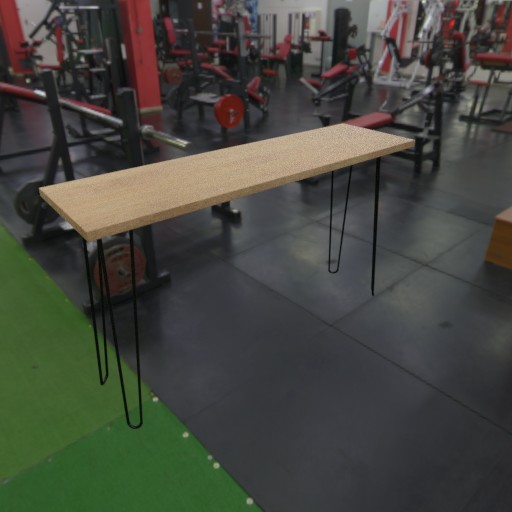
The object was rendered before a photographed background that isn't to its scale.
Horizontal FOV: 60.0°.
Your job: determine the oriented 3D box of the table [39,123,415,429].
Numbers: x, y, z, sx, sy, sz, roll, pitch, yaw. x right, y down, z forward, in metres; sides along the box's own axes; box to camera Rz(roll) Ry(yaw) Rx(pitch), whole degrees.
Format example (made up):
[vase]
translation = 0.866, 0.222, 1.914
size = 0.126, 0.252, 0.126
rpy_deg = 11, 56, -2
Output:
[table]
translation = 0.000, 0.000, 1.808
size = 1.400, 0.799, 0.399
rpy_deg = -21, 36, -33
